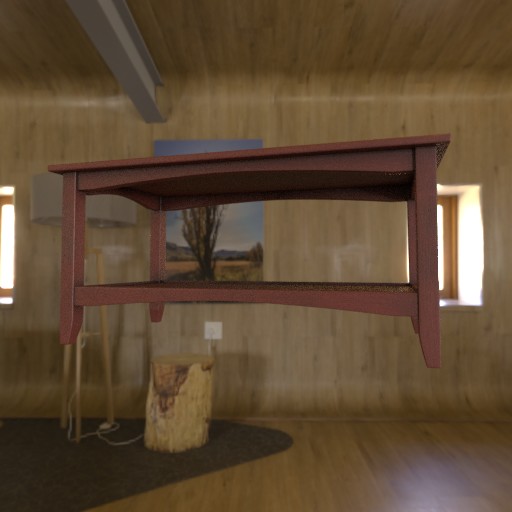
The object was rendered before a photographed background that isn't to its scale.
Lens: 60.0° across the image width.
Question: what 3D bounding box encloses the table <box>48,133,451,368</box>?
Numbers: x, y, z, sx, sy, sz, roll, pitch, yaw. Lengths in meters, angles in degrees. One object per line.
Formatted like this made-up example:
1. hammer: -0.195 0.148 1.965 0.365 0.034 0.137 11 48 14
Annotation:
1. table: 0.000 0.000 1.235 0.943 0.456 0.533 0 -1 17
